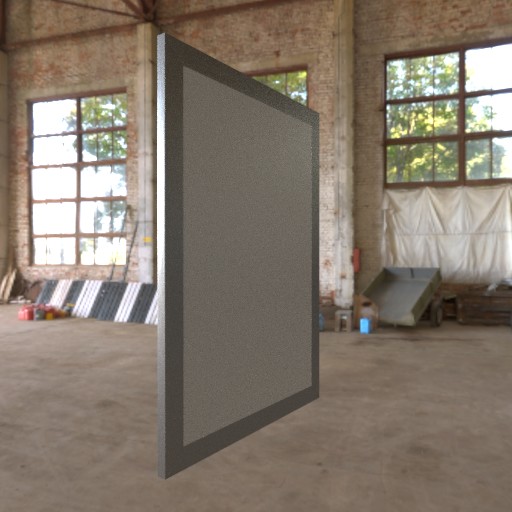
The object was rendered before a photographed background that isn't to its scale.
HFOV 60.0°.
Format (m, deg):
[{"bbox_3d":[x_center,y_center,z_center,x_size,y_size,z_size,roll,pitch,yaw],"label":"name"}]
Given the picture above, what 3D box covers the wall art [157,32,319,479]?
[{"bbox_3d":[0.000,0.000,0.678,0.013,0.529,0.376,0,0,37],"label":"wall art"}]
